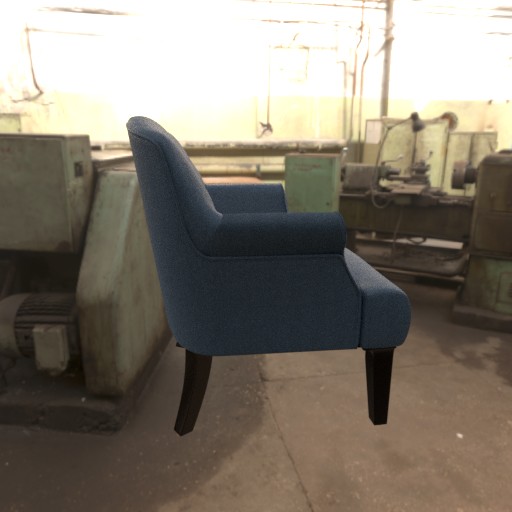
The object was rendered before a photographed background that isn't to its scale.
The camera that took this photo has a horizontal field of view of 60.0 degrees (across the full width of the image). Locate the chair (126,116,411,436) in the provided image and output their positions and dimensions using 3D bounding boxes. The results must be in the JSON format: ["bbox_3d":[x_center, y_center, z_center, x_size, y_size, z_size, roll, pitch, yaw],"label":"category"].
[{"bbox_3d":[0.000,0.000,1.462,0.754,0.878,0.770,-3,16,-9],"label":"chair"}]
